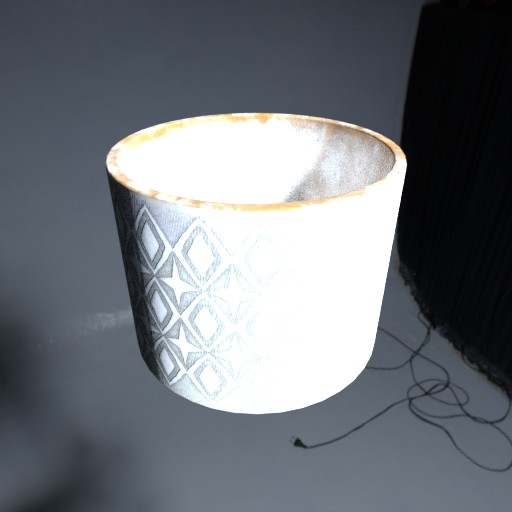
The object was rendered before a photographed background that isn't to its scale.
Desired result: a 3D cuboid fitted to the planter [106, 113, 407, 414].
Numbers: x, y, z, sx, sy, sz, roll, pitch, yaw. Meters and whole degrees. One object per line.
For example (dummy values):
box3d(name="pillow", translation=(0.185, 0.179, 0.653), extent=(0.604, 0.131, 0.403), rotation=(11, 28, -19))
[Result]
box3d(name="planter", translation=(0.000, 0.000, 0.447), extent=(0.255, 0.223, 0.255), rotation=(0, 31, 0))
